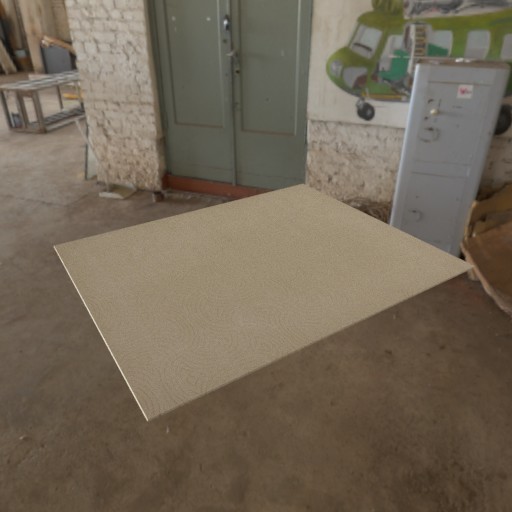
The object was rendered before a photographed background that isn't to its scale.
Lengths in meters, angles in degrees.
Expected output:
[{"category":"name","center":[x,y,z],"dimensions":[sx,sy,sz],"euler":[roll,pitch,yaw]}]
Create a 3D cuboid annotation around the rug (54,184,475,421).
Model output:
[{"category":"rug","center":[0.000,0.000,3.469],"dimensions":[2.584,0.011,2.073],"euler":[-18,35,-28]}]
